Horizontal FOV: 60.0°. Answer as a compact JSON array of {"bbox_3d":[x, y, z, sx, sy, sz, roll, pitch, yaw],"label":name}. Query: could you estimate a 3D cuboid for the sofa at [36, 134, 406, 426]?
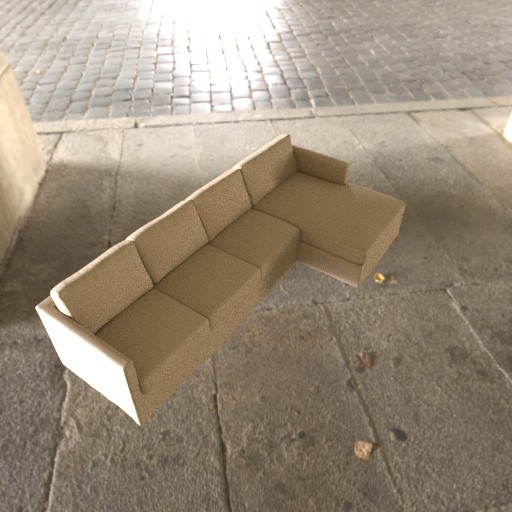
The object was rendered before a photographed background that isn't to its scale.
[{"bbox_3d":[0.000,0.000,3.944,1.622,0.871,3.206,25,47,26],"label":"sofa"}]
